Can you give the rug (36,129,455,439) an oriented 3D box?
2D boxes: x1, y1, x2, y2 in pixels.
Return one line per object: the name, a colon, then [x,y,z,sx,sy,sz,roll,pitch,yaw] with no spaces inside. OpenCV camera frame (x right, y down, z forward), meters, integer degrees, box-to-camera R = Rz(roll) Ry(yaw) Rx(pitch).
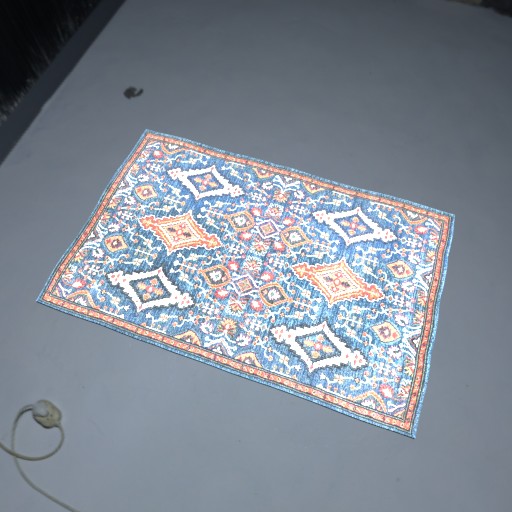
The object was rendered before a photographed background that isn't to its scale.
rug: [0.000,0.000,2.252,1.847,0.014,1.195,18,63,9]
